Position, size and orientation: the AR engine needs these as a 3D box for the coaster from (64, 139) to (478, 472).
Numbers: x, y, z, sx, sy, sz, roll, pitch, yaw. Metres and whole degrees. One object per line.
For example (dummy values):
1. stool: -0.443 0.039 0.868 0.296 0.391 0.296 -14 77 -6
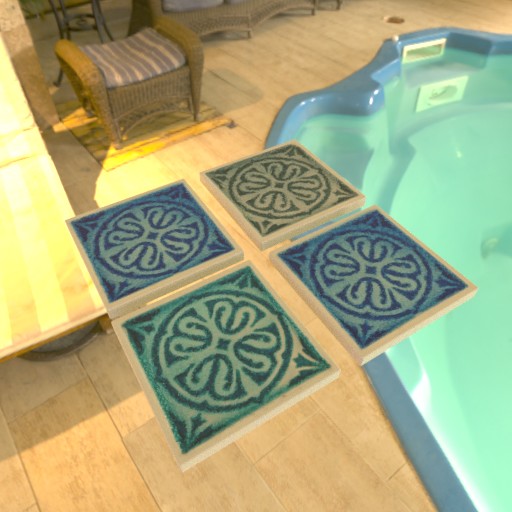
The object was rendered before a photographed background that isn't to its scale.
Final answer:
1. coaster: 0.000 0.000 0.323 0.219 0.010 0.214 -24 51 -21
